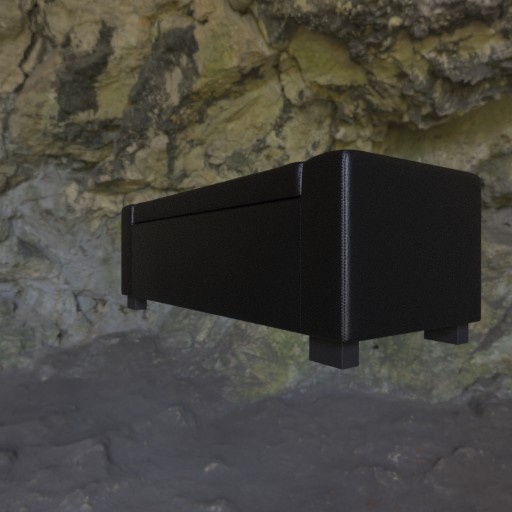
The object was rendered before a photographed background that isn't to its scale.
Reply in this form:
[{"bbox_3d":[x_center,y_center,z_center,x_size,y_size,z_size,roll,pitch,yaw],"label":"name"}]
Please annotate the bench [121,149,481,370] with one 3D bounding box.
[{"bbox_3d":[0.000,0.000,1.511,0.508,0.445,1.296,0,0,-35],"label":"bench"}]
